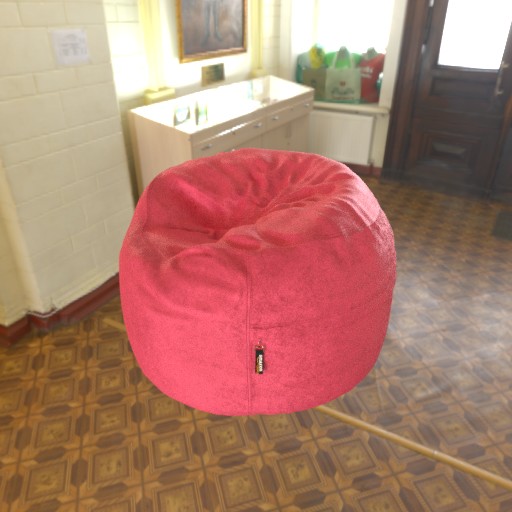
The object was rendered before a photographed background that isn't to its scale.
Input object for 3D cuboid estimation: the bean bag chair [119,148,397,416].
[{"bbox_3d":[0.000,0.000,2.008,1.218,0.788,1.218,0,29,0],"label":"bean bag chair"}]
